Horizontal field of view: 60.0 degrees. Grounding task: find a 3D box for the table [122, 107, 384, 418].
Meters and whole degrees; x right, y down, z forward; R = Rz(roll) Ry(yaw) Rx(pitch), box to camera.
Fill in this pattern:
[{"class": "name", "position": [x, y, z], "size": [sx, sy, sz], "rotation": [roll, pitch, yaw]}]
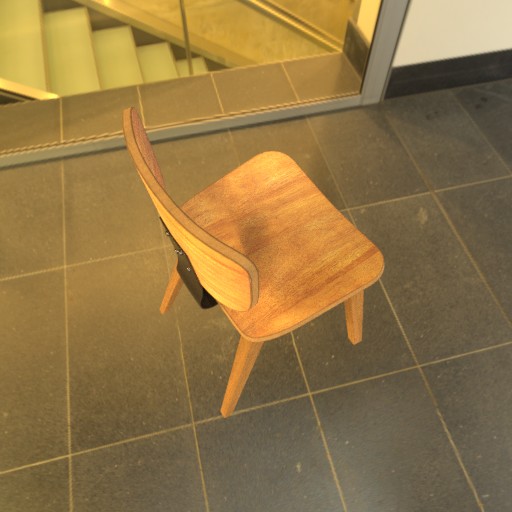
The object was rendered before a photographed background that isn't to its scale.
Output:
[{"class": "table", "position": [0.000, 0.000, 1.128], "size": [0.500, 0.805, 0.499], "rotation": [-29, 63, -17]}]
